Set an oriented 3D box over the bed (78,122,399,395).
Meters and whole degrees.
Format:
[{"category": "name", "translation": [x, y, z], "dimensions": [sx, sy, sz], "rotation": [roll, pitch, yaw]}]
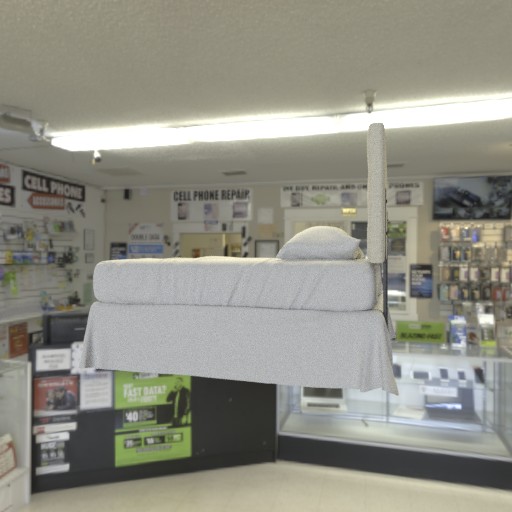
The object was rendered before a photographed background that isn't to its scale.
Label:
[{"category": "bed", "translation": [0.000, 0.000, 3.651], "dimensions": [2.222, 1.577, 1.936], "rotation": [0, 0, 17]}]
